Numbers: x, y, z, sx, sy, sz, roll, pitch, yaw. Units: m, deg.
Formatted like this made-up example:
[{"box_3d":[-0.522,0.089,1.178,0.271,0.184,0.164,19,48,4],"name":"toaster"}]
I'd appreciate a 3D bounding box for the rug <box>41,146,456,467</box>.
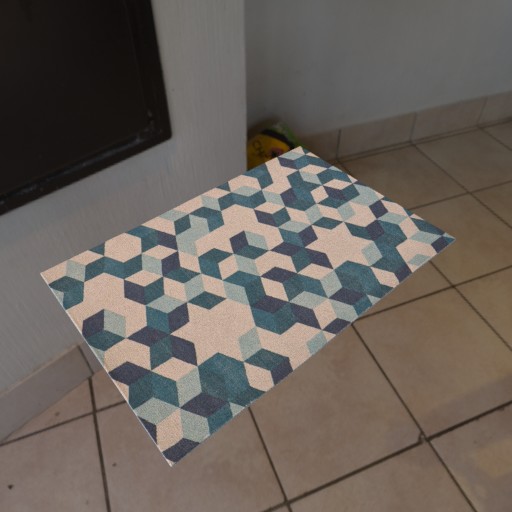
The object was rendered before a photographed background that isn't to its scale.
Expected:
[{"box_3d":[0.000,0.000,2.328,1.829,0.014,1.235,-31,53,-27],"name":"rug"}]
